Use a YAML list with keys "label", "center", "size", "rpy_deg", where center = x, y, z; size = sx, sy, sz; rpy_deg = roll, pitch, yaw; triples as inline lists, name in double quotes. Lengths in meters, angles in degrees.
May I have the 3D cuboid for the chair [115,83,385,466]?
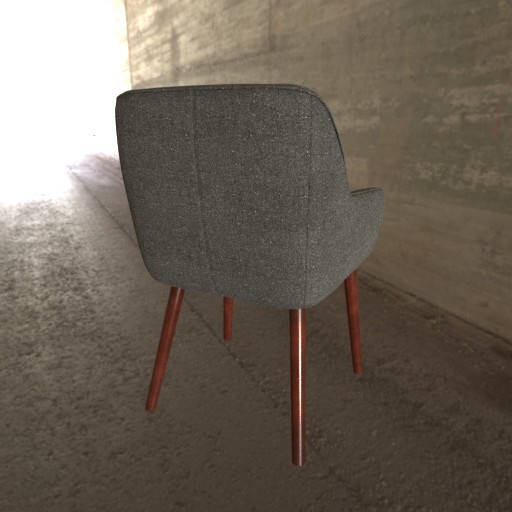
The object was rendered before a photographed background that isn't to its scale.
- label: "chair"
  center: [0.000, 0.000, 1.155]
  size: [0.543, 0.803, 0.519]
  rpy_deg: [9, 19, 26]
